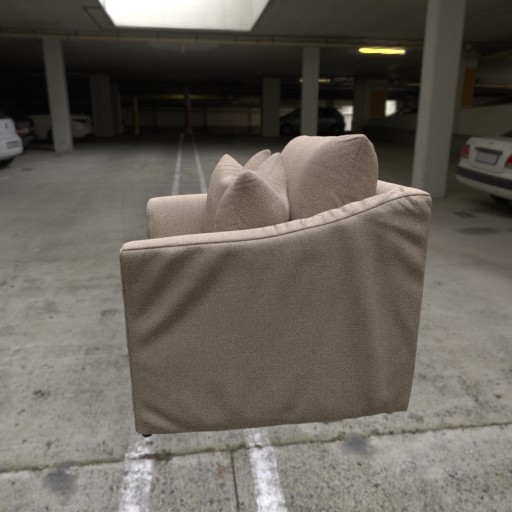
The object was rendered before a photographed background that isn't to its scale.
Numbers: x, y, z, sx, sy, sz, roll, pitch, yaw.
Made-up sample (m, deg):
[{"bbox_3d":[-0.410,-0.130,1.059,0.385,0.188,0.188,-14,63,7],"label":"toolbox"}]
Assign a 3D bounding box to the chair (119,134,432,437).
[{"bbox_3d":[0.000,0.000,2.070,1.071,1.093,1.194,-2,15,-8],"label":"chair"}]
